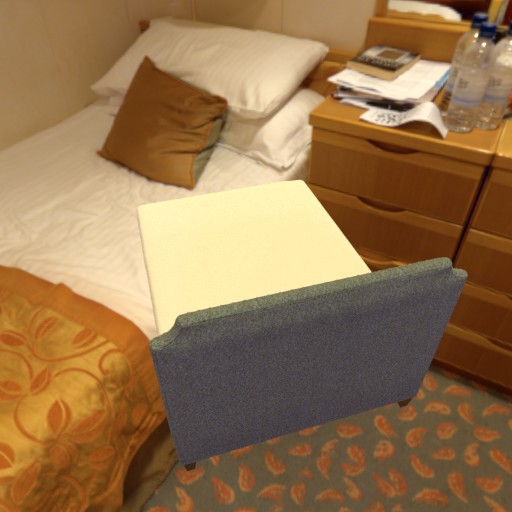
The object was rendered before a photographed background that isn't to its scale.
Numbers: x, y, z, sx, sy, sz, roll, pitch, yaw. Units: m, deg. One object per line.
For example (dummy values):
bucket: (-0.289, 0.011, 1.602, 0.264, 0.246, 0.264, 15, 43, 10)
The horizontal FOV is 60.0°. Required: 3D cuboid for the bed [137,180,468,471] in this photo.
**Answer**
bed: (0.000, 0.000, 3.424, 1.712, 1.443, 2.372, -11, 42, -13)
